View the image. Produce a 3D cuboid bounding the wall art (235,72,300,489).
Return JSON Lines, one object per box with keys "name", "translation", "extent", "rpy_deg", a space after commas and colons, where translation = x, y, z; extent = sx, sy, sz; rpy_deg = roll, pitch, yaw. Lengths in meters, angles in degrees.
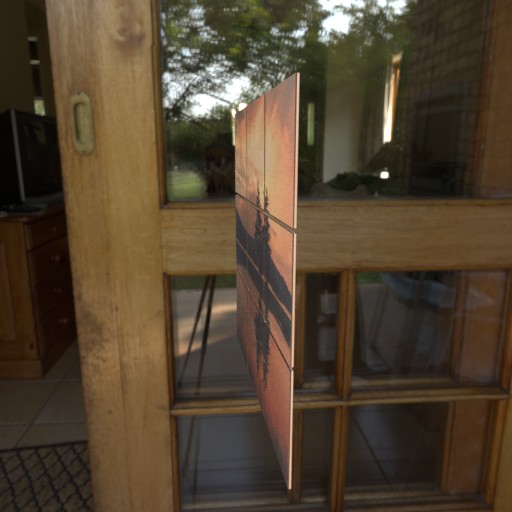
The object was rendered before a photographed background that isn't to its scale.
{"name": "wall art", "translation": [0.000, 0.000, 2.290], "extent": [0.013, 1.525, 1.520], "rpy_deg": [-2, 13, -10]}
